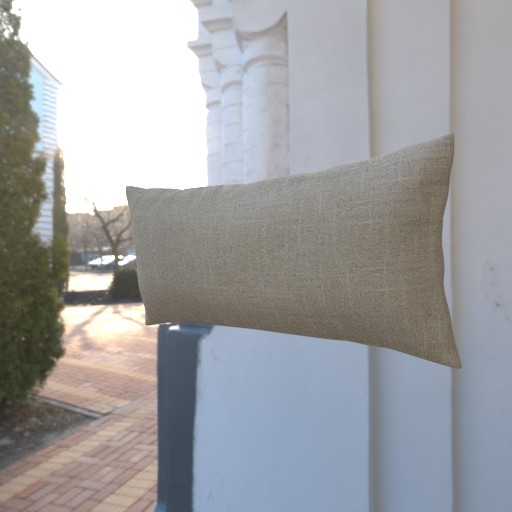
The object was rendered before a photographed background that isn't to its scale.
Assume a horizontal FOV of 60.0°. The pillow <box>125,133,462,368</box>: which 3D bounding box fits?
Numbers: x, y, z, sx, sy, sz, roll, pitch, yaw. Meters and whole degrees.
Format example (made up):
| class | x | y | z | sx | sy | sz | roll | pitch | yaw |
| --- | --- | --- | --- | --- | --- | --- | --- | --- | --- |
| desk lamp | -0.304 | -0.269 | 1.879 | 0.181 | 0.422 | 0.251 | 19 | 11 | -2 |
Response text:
| class | x | y | z | sx | sy | sz | roll | pitch | yaw |
| --- | --- | --- | --- | --- | --- | --- | --- | --- | --- |
| pillow | 0.000 | 0.000 | 0.717 | 0.612 | 0.282 | 0.155 | 0 | -1 | 37 |
